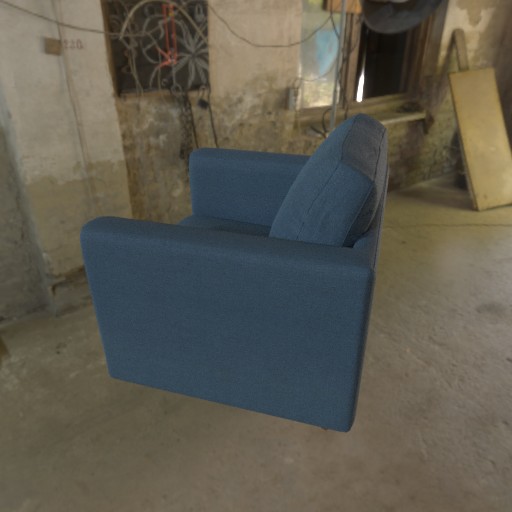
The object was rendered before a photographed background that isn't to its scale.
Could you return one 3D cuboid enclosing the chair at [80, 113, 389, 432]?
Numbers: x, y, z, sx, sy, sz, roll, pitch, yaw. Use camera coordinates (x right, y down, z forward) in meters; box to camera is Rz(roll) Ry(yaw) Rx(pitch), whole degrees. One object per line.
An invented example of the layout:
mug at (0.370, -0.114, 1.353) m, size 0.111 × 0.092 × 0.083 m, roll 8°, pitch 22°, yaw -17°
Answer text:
chair at (0.000, 0.000, 1.554) m, size 0.820 × 0.922 × 0.855 m, roll 8°, pitch 31°, yaw 15°
